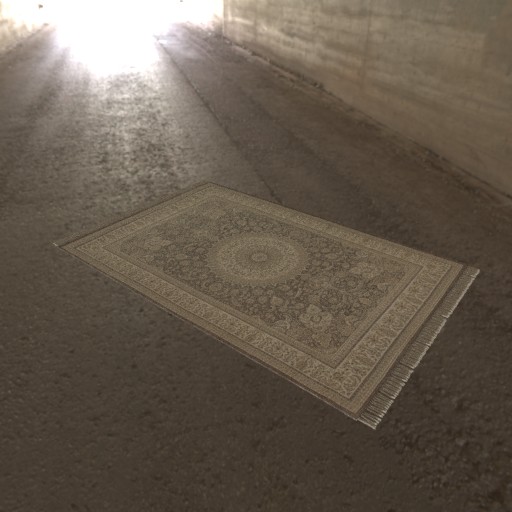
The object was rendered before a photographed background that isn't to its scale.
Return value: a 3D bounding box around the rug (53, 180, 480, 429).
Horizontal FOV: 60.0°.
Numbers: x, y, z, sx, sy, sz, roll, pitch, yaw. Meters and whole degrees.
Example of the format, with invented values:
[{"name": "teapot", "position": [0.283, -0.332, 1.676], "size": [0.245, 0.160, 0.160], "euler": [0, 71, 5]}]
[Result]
[{"name": "rug", "position": [0.000, 0.000, 2.953], "size": [2.440, 0.010, 1.528], "euler": [23, 38, 32]}]
